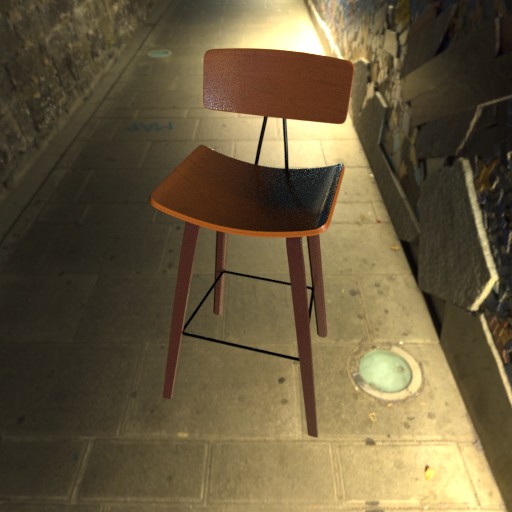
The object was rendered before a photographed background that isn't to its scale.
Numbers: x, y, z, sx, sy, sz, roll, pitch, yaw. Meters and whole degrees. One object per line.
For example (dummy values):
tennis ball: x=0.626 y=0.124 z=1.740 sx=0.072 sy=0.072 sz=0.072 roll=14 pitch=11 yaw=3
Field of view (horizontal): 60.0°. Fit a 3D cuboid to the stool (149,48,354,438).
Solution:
stool: x=0.000 y=0.000 z=1.240 sx=0.509 sy=0.969 sz=0.440 roll=10 pitch=42 yaw=12
